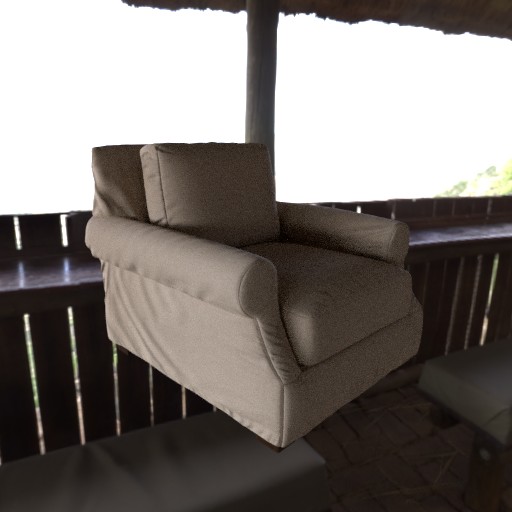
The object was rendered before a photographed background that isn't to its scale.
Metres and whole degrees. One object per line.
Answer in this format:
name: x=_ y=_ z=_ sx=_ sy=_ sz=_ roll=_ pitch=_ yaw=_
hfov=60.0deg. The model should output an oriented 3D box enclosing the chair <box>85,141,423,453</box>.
chair: x=0.000 y=0.000 z=1.730 sx=0.940 sy=0.866 sz=1.066 roll=-14 pitch=20 yaw=-43
